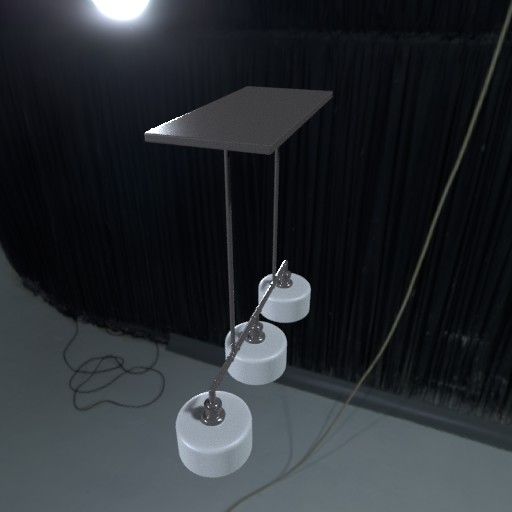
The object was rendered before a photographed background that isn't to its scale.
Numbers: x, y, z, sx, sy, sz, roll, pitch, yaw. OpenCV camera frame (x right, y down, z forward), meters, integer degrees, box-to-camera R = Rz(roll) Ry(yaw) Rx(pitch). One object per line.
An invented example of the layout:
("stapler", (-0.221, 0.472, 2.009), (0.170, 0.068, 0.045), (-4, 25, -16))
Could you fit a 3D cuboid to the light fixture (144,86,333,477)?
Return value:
("light fixture", (0.000, 0.000, 0.863), (0.177, 0.557, 0.582), (10, 31, 17))
